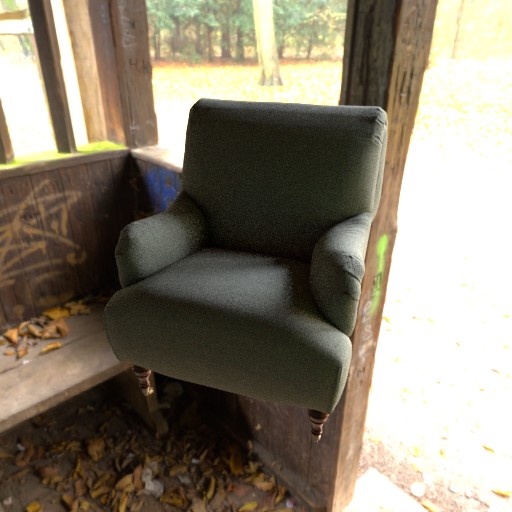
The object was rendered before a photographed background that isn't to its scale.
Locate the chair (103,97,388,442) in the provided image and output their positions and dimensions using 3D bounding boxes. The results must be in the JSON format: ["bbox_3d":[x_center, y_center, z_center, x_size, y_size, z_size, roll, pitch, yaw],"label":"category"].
[{"bbox_3d":[0.000,0.000,1.939,0.964,1.178,1.060,9,29,17],"label":"chair"}]
